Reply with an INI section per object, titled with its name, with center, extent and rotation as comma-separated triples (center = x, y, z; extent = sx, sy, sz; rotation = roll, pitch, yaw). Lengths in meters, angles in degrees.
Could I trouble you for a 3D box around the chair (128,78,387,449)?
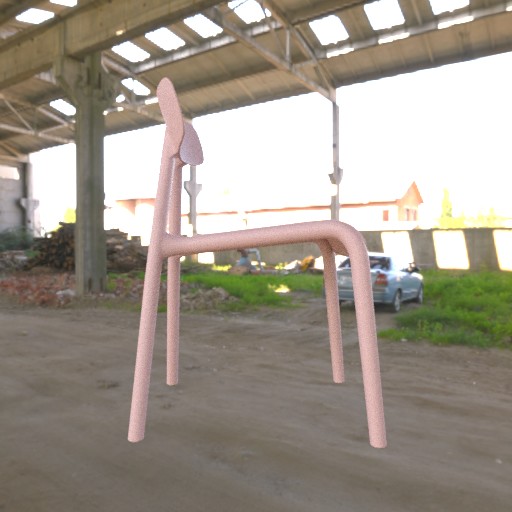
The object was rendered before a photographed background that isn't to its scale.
[chair]
center = 0.000, 0.000, 0.843
extent = 0.401, 0.580, 0.356
rotation = 0, 0, 0
